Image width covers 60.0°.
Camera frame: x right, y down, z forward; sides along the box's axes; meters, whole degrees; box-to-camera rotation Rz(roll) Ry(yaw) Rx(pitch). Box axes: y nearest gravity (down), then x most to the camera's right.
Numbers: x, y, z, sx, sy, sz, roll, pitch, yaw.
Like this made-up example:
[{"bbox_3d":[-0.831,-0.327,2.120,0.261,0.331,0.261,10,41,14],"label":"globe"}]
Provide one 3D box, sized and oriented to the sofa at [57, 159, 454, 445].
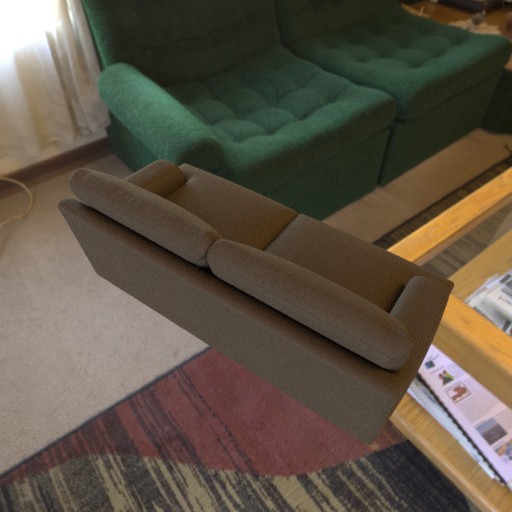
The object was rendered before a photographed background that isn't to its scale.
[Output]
[{"bbox_3d":[0.000,0.000,2.801,2.271,0.950,1.140,27,53,23],"label":"sofa"}]
